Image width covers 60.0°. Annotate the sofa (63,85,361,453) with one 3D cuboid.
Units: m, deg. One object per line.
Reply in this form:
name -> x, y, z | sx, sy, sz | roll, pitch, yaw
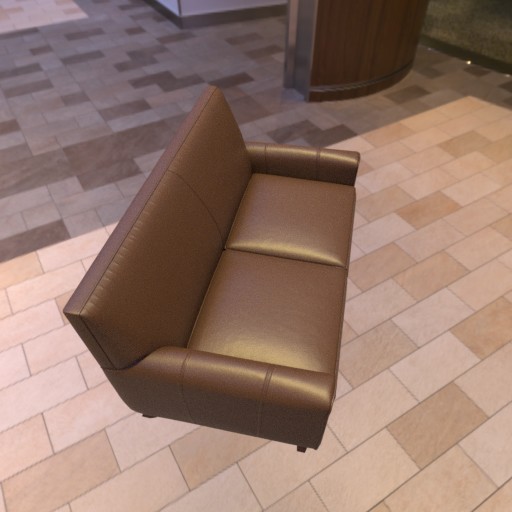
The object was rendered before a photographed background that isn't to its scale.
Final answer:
sofa -> 0.000, 0.000, 2.032 | 0.853, 0.859, 1.468 | 9, 47, 9
